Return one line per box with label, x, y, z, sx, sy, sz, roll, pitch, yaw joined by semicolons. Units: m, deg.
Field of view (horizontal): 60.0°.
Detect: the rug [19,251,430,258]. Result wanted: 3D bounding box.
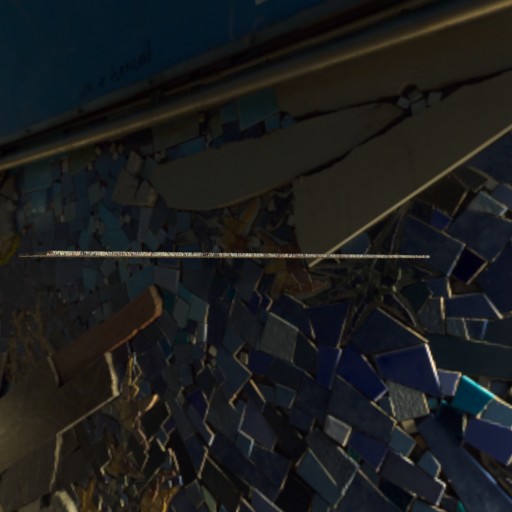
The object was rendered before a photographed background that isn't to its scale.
rug;0.000;0.000;2.492;2.292;0.015;0.688;0;-1;-36
